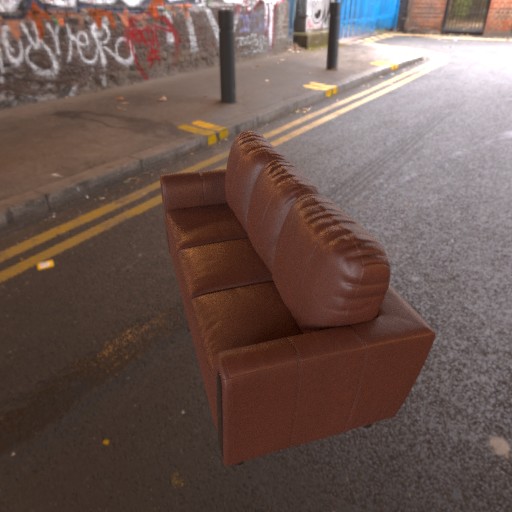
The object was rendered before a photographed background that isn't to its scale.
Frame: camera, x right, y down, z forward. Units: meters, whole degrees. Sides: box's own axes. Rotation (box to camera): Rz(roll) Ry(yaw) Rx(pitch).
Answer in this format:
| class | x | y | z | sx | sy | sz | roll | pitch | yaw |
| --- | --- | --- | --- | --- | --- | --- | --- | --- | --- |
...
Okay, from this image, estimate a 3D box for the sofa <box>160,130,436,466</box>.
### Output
| class | x | y | z | sx | sy | sz | roll | pitch | yaw |
| --- | --- | --- | --- | --- | --- | --- | --- | --- | --- |
| sofa | 0.000 | 0.000 | 2.305 | 0.802 | 0.915 | 1.862 | -9 | 32 | -14 |
